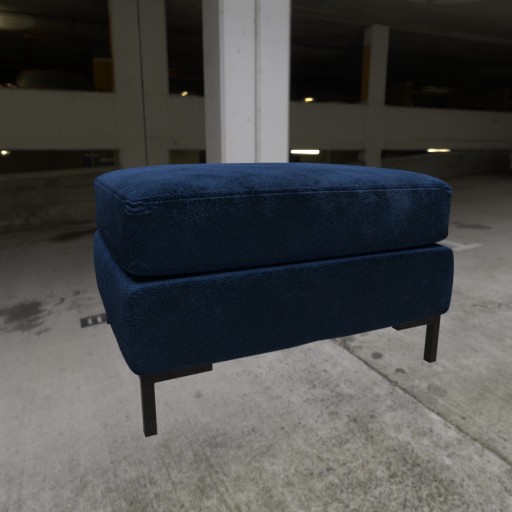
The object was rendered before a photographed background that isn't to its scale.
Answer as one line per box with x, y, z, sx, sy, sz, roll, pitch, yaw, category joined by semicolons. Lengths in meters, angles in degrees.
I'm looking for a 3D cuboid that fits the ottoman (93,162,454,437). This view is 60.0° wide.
0.000;0.000;1.193;0.794;0.485;0.655;-6;15;-24;ottoman
